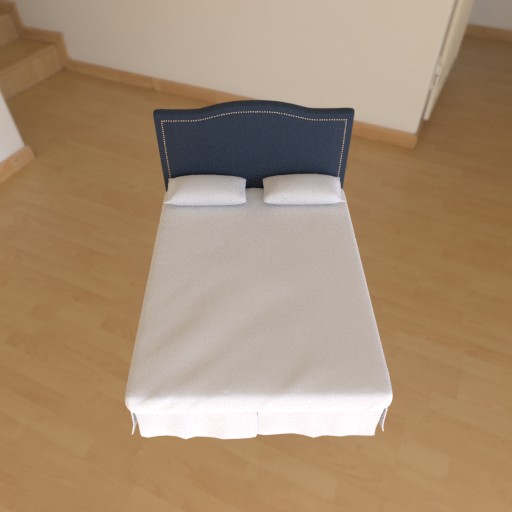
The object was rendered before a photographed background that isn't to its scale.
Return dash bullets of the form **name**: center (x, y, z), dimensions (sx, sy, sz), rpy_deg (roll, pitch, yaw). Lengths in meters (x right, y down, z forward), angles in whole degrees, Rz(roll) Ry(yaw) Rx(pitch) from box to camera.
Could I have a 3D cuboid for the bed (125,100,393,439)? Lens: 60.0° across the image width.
- **bed**: center (0.000, 0.000, 3.444), dimensions (1.821, 1.436, 2.282), rpy_deg (-1, 46, -1)
